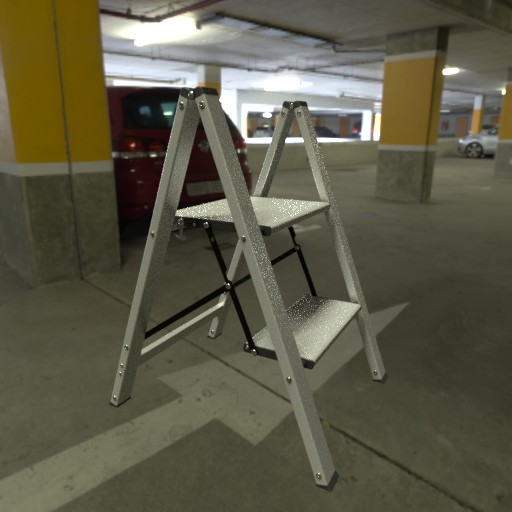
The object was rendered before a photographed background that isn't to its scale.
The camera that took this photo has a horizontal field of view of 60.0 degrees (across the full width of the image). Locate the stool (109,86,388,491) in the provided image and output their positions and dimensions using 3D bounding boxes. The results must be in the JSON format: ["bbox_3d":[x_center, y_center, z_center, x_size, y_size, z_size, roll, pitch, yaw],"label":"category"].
[{"bbox_3d":[0.000,0.000,0.983,0.535,0.670,0.440,8,18,28],"label":"stool"}]
